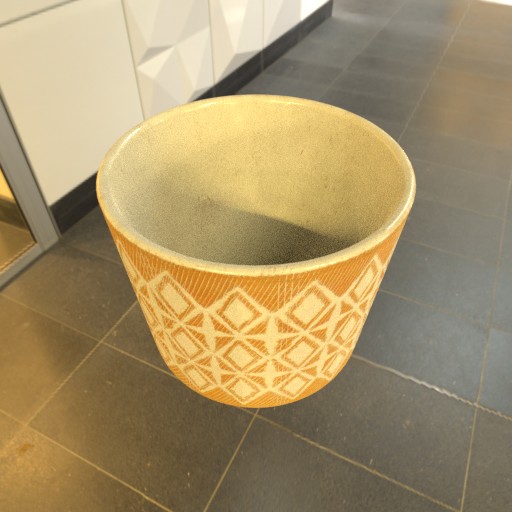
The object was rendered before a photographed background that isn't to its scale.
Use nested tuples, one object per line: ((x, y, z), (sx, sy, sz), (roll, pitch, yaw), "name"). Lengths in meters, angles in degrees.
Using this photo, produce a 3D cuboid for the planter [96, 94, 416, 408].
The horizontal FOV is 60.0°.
((0.000, 0.000, 0.332), (0.193, 0.165, 0.193), (0, 44, 0), "planter")
